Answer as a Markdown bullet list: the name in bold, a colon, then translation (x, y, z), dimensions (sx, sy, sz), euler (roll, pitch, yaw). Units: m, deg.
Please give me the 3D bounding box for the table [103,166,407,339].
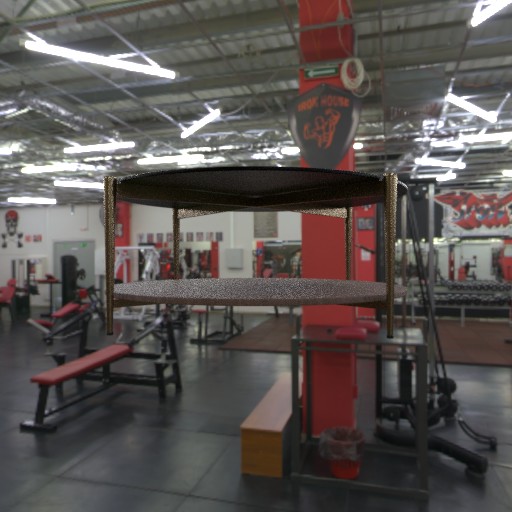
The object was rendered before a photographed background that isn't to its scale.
- **table**: translation (0.000, 0.000, 1.451), dimensions (0.938, 0.400, 0.938), euler (0, 0, 19)
